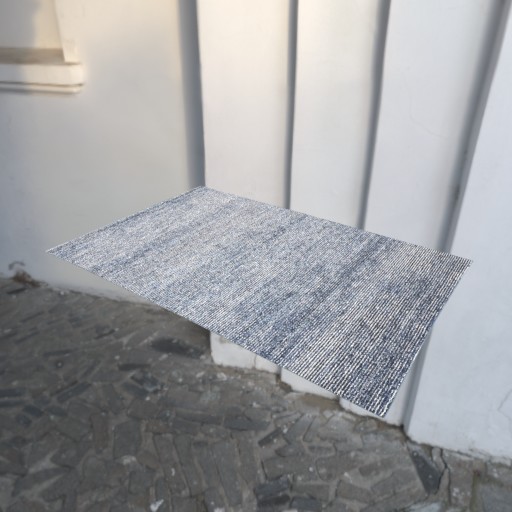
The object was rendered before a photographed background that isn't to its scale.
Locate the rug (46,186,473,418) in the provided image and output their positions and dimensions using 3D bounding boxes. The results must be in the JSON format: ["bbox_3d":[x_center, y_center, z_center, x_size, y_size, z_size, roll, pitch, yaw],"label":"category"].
[{"bbox_3d":[0.000,0.000,2.136,1.740,0.010,1.135,19,35,31],"label":"rug"}]
